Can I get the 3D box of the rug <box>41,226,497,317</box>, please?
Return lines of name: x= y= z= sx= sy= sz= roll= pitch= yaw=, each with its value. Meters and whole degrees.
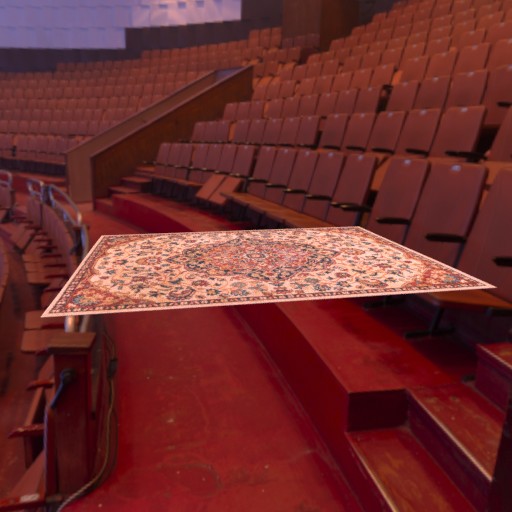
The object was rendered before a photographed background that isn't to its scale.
rug: x=0.000 y=0.000 z=4.075 sx=3.067 sy=0.005 sz=2.454 roll=-3 pitch=14 yaw=-10
